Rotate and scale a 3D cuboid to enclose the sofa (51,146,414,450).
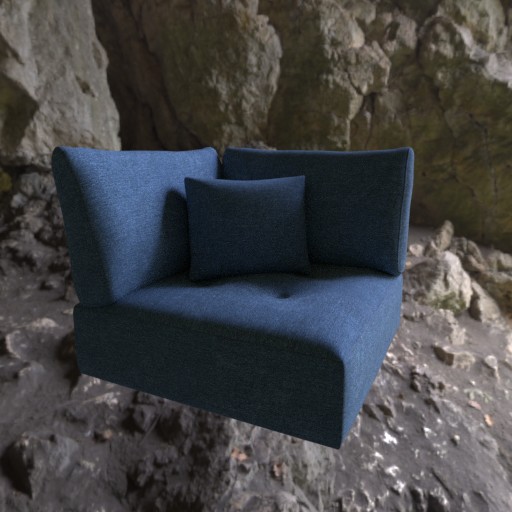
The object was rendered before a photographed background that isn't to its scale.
[{"bbox_3d":[0.000,0.000,1.695,1.000,0.820,1.000,7,15,25],"label":"sofa"}]
